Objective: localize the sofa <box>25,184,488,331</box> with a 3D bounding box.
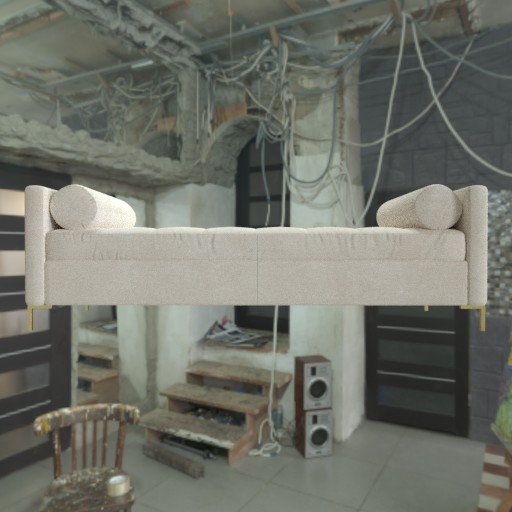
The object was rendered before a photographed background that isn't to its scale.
[{"bbox_3d":[0.000,0.000,2.227,1.981,0.635,0.686,0,1,0],"label":"sofa"}]
